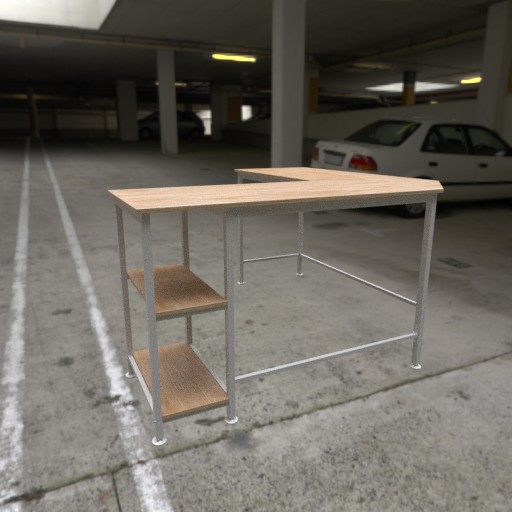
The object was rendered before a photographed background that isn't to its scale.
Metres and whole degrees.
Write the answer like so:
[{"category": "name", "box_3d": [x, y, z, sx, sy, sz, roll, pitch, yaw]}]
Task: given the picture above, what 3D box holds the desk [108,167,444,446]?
[{"category": "desk", "box_3d": [0.000, 0.000, 2.154, 1.379, 0.739, 1.379, -7, 16, -25]}]
